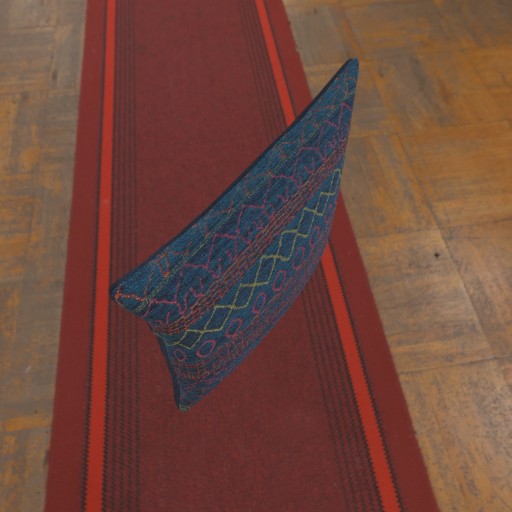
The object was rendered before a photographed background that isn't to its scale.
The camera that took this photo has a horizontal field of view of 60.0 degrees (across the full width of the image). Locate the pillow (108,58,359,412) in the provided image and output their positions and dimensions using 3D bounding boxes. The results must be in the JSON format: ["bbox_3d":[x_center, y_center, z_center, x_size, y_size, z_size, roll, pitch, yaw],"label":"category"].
[{"bbox_3d":[0.000,0.000,0.653,0.141,0.431,0.431,32,64,18],"label":"pillow"}]
